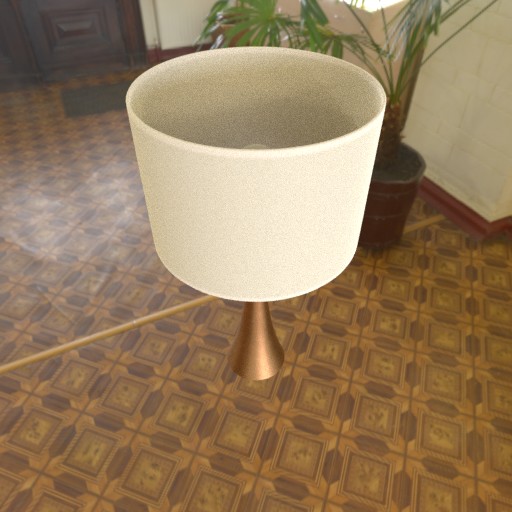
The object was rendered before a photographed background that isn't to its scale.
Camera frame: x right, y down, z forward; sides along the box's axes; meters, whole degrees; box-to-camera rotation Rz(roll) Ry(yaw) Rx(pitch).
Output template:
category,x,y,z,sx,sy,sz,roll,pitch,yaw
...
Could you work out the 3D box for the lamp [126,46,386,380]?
category,x,y,z,sx,sy,sz,roll,pitch,yaw
lamp,0.000,0.000,0.627,0.268,0.479,0.268,13,44,14
